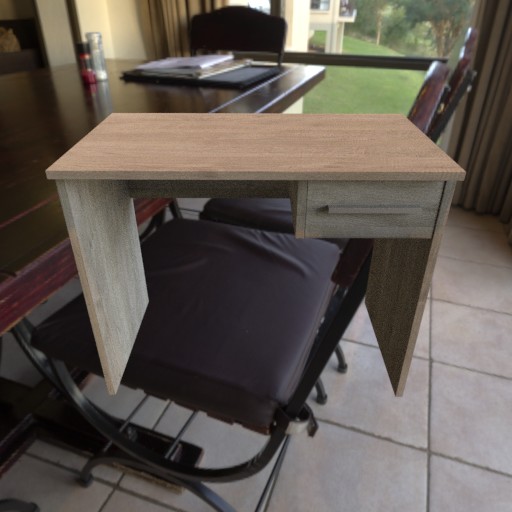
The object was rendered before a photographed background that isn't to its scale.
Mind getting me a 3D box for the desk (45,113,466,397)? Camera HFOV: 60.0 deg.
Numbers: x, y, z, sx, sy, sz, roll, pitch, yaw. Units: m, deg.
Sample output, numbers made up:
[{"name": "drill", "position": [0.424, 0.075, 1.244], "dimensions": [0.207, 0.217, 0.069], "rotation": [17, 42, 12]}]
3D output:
[{"name": "desk", "position": [0.000, 0.000, 1.340], "dimensions": [0.893, 0.724, 0.498], "rotation": [0, 31, 0]}]
